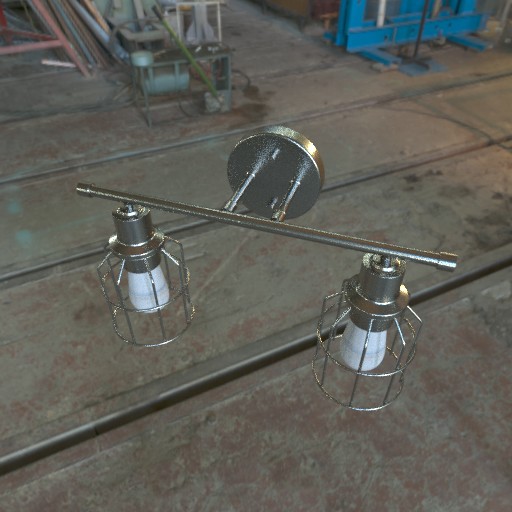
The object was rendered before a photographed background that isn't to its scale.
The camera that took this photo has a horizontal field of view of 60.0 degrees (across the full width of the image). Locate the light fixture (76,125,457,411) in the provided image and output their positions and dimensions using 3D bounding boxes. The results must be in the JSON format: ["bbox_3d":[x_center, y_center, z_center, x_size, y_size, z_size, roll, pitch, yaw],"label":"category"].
[{"bbox_3d":[0.000,0.000,0.523,0.406,0.254,0.165,12,42,14],"label":"light fixture"}]
